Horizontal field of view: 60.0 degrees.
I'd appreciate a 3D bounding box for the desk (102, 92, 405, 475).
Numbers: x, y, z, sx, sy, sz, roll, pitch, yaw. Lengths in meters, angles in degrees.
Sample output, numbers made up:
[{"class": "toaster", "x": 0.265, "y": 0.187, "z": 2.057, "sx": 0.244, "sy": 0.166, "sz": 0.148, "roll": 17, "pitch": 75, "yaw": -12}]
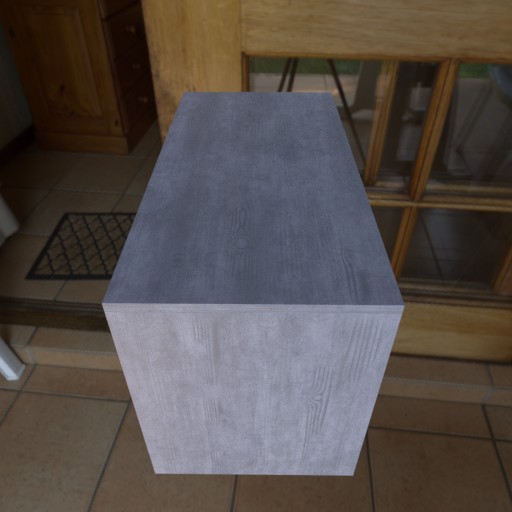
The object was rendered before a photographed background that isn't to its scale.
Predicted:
[{"class": "desk", "x": 0.000, "y": 0.000, "z": 1.575, "sx": 0.600, "sy": 0.740, "sz": 1.200, "roll": 0, "pitch": 39, "yaw": 0}]
